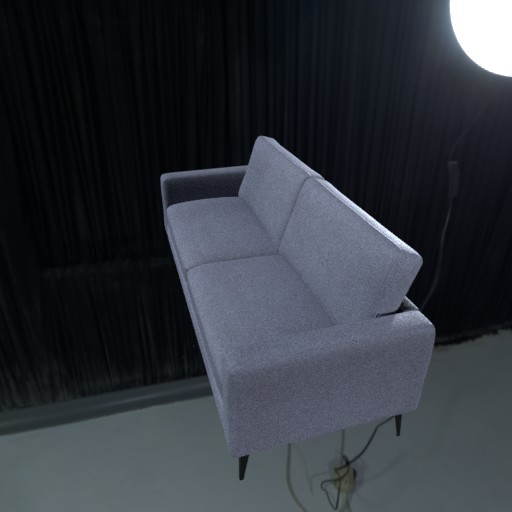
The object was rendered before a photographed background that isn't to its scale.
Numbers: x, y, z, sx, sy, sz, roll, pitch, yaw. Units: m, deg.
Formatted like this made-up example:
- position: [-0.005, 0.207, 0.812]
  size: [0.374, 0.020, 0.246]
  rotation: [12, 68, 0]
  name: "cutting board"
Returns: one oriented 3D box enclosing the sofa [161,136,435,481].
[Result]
- position: [0.000, 0.000, 2.339]
  size: [0.774, 0.828, 1.925]
  rotation: [-9, 31, -15]
  name: "sofa"
